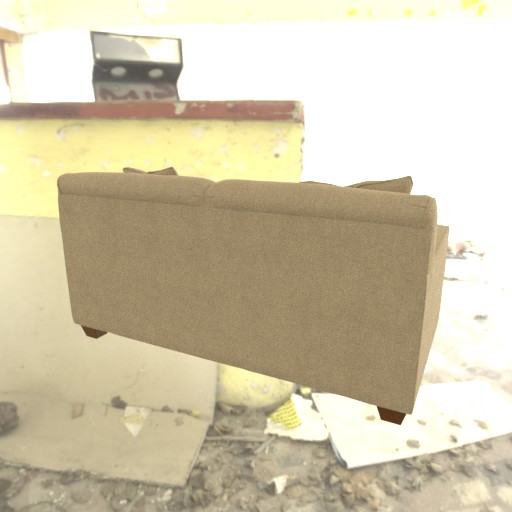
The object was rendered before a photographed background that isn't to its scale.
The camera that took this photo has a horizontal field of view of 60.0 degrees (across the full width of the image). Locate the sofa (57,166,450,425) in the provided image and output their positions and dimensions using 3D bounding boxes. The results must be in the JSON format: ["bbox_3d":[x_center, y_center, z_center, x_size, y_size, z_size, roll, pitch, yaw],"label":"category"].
[{"bbox_3d":[0.000,0.000,2.391,1.846,0.958,0.998,8,18,26],"label":"sofa"}]
